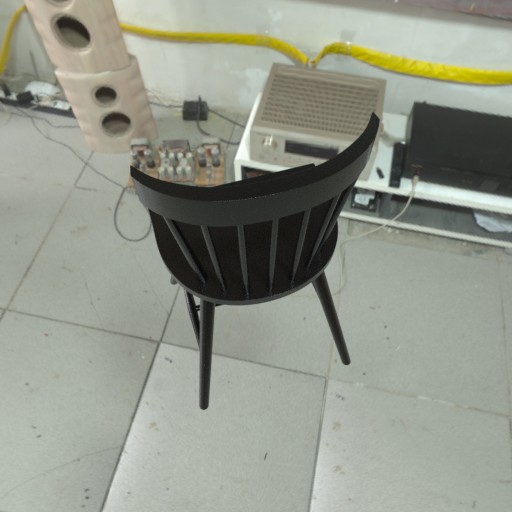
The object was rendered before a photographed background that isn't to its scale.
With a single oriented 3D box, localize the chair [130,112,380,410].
[{"bbox_3d":[0.000,0.000,1.159,0.506,0.844,0.483,-15,60,-9],"label":"chair"}]
